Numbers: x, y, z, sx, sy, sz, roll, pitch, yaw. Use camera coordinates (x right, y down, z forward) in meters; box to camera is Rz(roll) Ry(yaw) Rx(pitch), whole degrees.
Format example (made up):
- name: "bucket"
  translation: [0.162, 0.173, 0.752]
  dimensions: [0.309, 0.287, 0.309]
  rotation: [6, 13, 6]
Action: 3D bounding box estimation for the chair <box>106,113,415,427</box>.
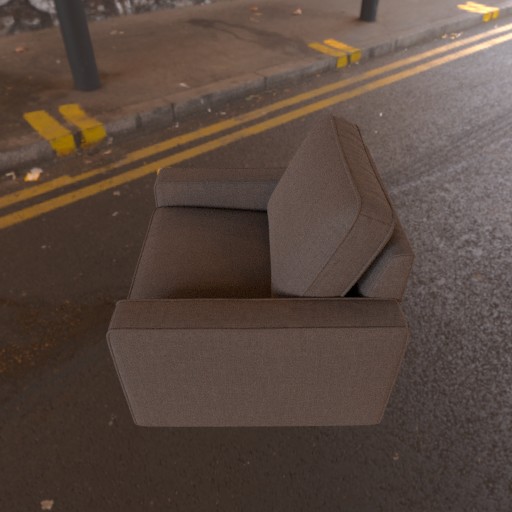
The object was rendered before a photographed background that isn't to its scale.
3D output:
- name: "chair"
  translation: [0.000, 0.000, 1.766]
  dimensions: [0.940, 0.919, 1.017]
  rotation: [0, 40, 0]
